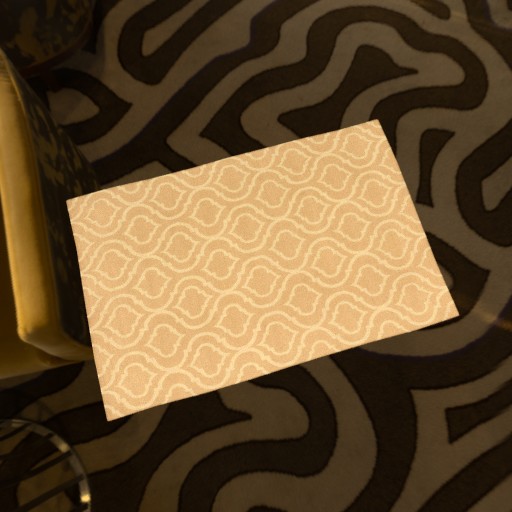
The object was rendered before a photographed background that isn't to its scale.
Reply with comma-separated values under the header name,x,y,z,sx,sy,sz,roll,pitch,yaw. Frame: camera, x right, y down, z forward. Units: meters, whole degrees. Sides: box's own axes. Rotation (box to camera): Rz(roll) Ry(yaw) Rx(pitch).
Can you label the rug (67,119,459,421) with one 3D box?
name,x,y,z,sx,sy,sz,roll,pitch,yaw
rug,0.000,0.000,2.250,1.761,0.013,1.152,-16,75,-4
